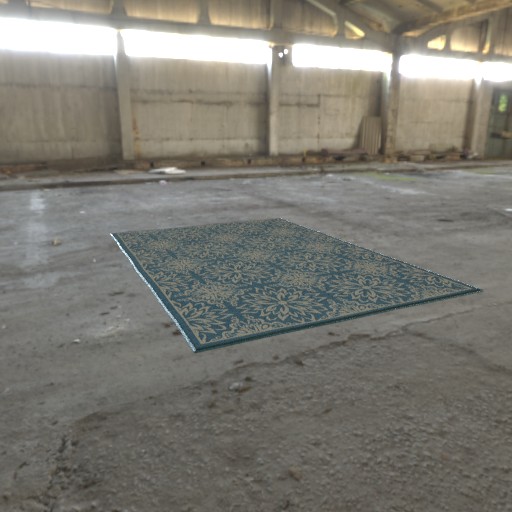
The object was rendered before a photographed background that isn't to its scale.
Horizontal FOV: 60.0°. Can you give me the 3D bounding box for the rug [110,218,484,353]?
[{"bbox_3d":[0.000,0.000,2.918,1.554,0.012,2.205,-7,17,-24],"label":"rug"}]
